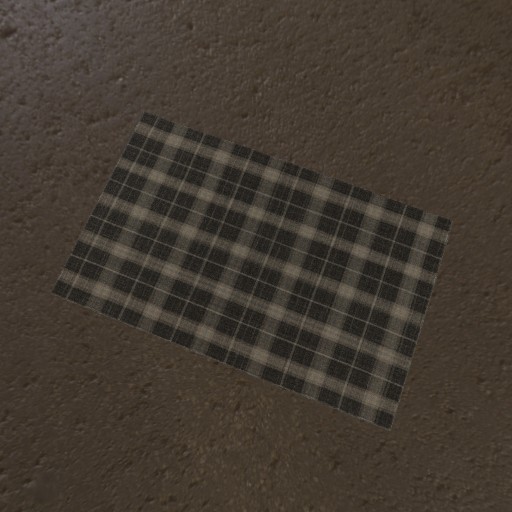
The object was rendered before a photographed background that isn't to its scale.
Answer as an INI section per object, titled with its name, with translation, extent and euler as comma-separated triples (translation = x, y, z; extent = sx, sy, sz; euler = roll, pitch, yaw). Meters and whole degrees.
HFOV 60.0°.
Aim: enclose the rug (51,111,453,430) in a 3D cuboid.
[rug]
translation = 0.000, 0.000, 3.100
extent = 2.434, 0.015, 1.520
euler = 21, 76, 5
